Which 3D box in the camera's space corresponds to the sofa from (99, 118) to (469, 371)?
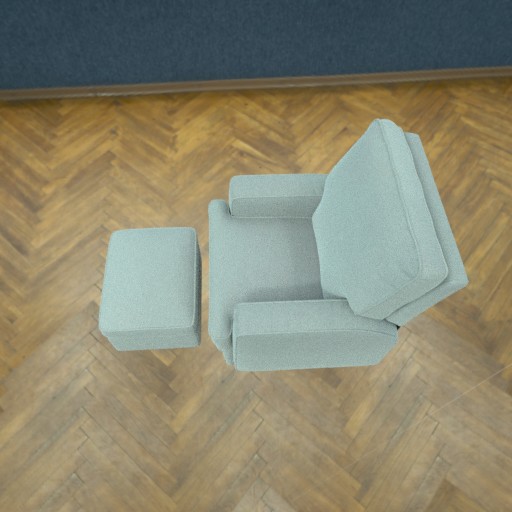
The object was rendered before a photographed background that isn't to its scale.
[{"bbox_3d":[0.000,0.000,2.036,1.472,0.959,0.861,-3,59,-2],"label":"sofa"}]
